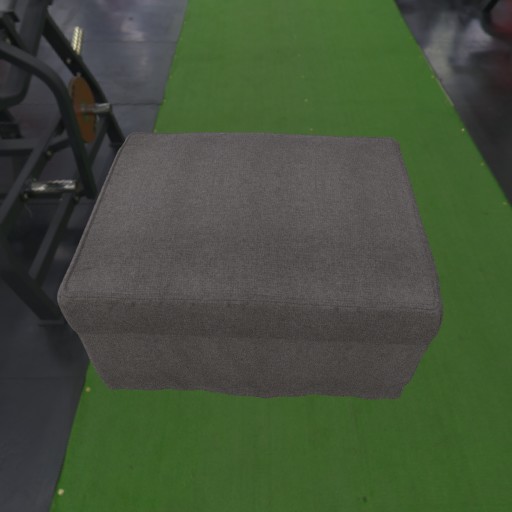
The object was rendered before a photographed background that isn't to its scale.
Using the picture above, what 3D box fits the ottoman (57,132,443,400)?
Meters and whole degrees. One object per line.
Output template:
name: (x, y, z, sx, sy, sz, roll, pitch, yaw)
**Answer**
ottoman: (0.000, 0.000, 1.267, 0.833, 0.492, 0.652, 2, 48, 1)
